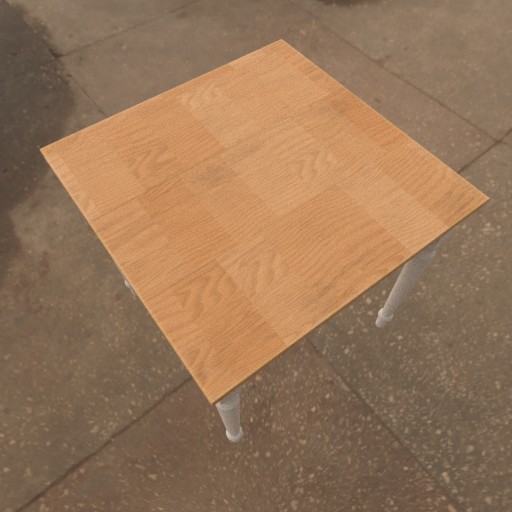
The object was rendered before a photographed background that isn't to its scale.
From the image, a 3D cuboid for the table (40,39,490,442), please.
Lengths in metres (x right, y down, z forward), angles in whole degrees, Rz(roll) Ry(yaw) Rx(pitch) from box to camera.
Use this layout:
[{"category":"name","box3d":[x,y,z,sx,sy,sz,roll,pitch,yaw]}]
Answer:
[{"category":"table","box3d":[0.000,0.000,1.343,0.747,0.738,0.747,-32,64,-18]}]
